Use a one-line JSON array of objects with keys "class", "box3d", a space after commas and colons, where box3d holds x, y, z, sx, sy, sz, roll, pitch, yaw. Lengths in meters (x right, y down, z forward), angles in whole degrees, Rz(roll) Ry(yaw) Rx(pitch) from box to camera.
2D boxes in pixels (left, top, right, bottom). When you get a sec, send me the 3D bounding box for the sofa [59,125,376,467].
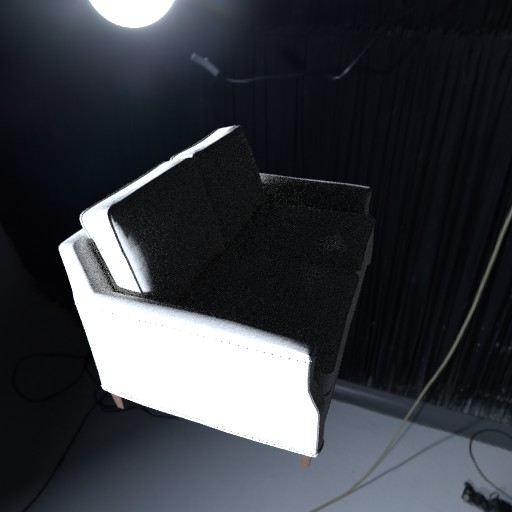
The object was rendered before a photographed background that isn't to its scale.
[{"class": "sofa", "box3d": [0.000, 0.000, 2.301, 1.084, 1.003, 1.597, 10, 32, 17]}]
